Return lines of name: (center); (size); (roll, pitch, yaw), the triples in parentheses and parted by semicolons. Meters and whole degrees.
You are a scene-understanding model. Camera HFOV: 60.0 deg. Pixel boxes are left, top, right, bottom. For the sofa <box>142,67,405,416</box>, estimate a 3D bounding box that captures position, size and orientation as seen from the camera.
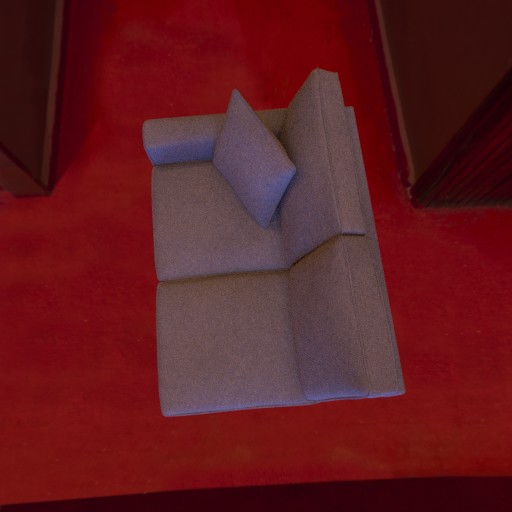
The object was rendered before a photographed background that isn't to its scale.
sofa: (0.000, 0.000, 2.117); (0.991, 0.989, 1.388); (-6, 75, -2)
